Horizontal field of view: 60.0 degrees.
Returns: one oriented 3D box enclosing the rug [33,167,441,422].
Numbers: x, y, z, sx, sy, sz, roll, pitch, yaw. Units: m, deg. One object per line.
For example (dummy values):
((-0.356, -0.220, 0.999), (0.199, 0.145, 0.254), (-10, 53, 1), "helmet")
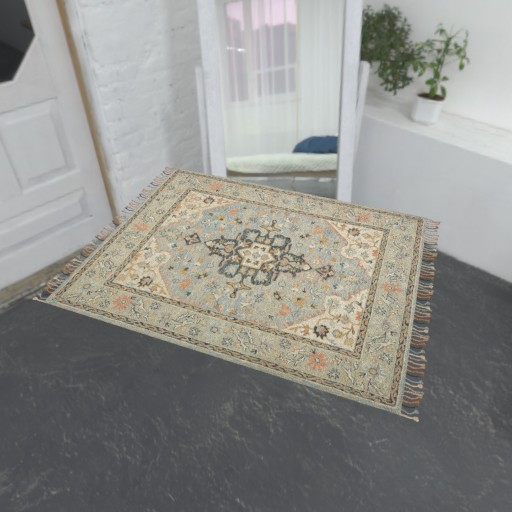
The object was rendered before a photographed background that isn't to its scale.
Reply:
((0.000, 0.000, 4.199), (3.221, 0.011, 2.379), (14, 43, 15), "rug")
